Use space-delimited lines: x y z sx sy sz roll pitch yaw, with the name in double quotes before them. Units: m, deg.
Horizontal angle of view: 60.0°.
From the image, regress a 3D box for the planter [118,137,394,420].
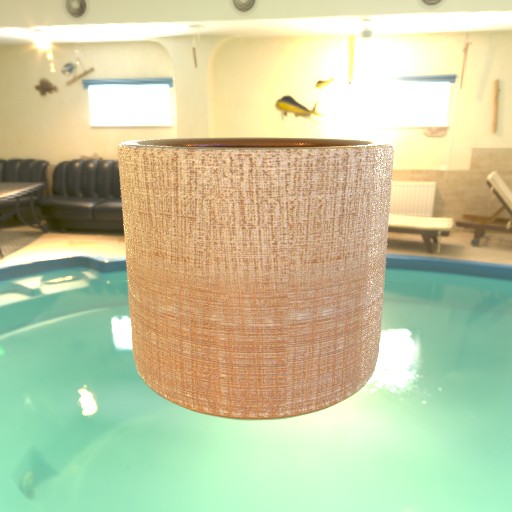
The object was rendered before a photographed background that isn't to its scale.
"planter" 0.000 0.000 0.191 0.109 0.096 0.109 0 17 0
